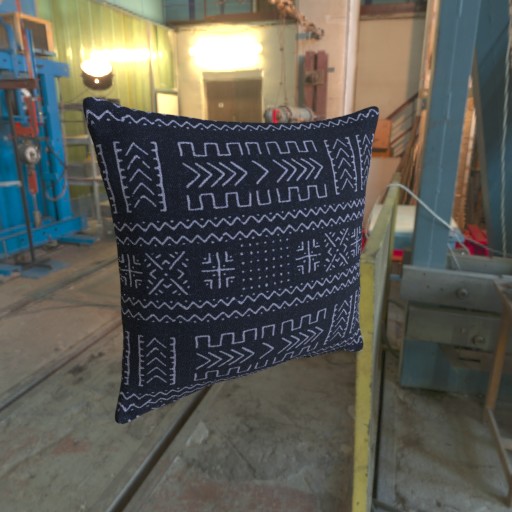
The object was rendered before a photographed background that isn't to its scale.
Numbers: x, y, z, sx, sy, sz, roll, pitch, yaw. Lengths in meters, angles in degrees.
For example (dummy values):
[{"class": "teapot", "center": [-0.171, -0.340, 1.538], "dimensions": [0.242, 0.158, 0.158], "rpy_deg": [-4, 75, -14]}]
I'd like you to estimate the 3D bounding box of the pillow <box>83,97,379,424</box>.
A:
[{"class": "pillow", "center": [0.000, 0.000, 0.649], "dimensions": [0.438, 0.430, 0.164], "rpy_deg": [-9, 19, -27]}]
